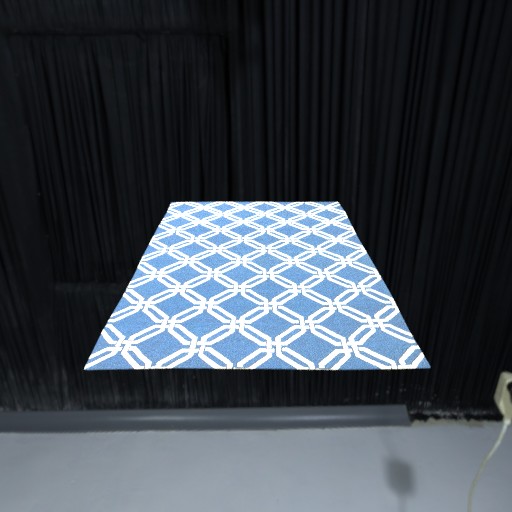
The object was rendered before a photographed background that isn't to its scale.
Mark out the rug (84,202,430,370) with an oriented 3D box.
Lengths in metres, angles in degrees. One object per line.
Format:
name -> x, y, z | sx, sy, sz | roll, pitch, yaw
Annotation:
rug -> 0.000, 0.000, 2.245 | 1.153, 0.010, 1.755 | 0, 25, 0
